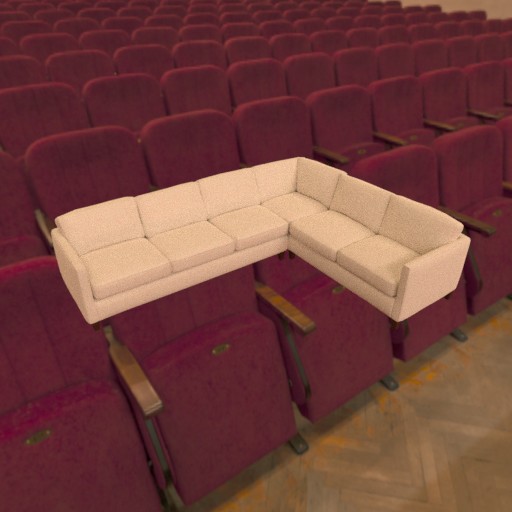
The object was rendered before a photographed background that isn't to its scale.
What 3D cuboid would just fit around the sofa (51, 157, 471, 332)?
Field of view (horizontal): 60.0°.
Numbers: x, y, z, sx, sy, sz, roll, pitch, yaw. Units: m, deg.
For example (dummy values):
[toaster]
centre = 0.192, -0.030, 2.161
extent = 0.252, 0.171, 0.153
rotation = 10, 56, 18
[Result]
[sofa]
centre = 0.000, 0.000, 4.452
extent = 3.302, 0.947, 2.593
rotation = -20, 37, -29
